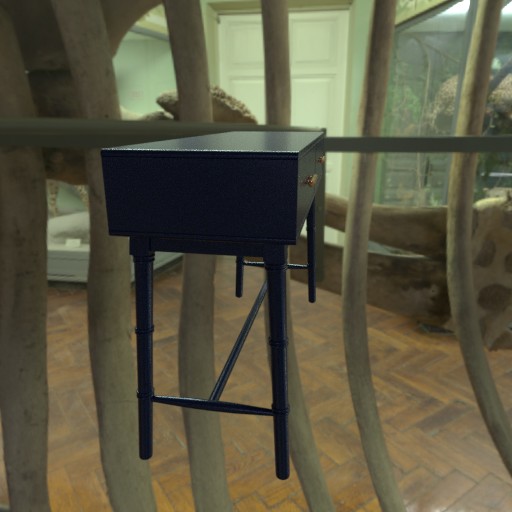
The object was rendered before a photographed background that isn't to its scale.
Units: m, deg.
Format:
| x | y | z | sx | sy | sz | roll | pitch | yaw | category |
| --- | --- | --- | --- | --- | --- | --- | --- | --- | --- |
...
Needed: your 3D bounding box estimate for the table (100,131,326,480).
| x | y | z | sx | sy | sz | roll | pitch | yaw | category |
| --- | --- | --- | --- | --- | --- | --- | --- | --- | --- |
| 0.000 | 0.000 | 1.448 | 0.399 | 0.749 | 1.118 | 3 | 18 | 10 | table |
